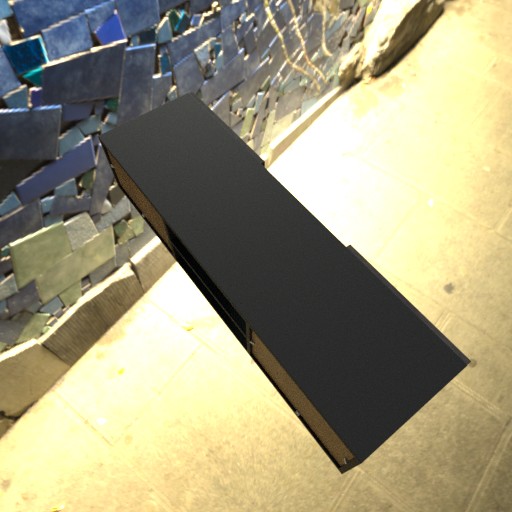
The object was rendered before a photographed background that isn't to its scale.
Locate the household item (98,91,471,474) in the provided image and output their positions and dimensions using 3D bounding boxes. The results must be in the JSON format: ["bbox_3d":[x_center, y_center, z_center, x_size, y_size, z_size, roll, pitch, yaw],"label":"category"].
[{"bbox_3d":[0.000,0.000,1.567,0.420,0.310,1.400,-33,64,-18],"label":"household item"}]
